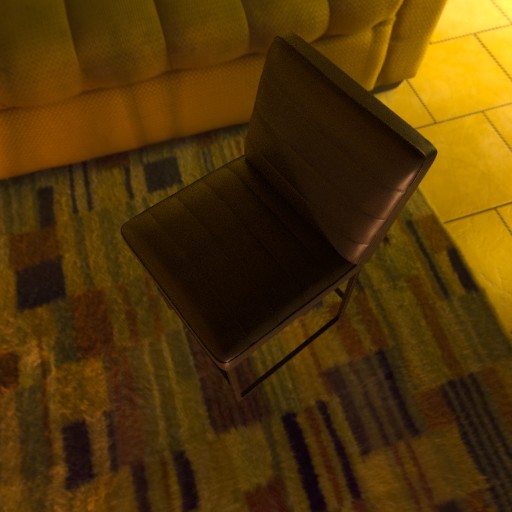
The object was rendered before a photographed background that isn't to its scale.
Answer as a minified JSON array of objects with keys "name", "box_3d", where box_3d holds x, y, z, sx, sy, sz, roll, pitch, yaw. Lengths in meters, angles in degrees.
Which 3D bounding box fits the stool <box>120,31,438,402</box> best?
[{"name":"stool","box_3d":[0.000,0.000,1.246,0.552,0.938,0.457,-35,69,-16]}]
